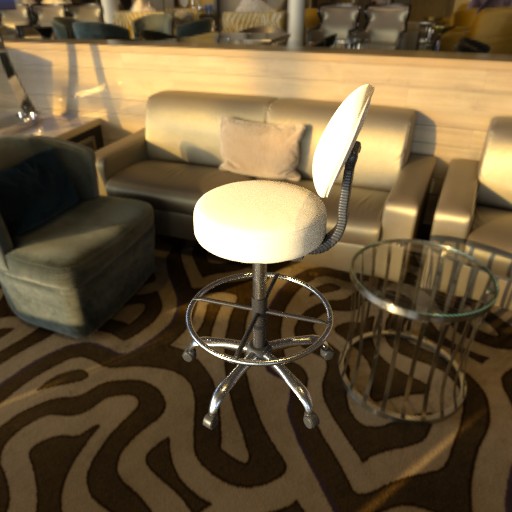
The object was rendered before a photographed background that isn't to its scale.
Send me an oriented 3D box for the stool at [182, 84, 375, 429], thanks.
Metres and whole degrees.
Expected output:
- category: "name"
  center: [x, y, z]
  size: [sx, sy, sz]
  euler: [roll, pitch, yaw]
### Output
- category: "stool"
  center: [0.000, 0.000, 1.468]
  size: [0.616, 1.080, 0.609]
  euler: [9, 32, 15]
